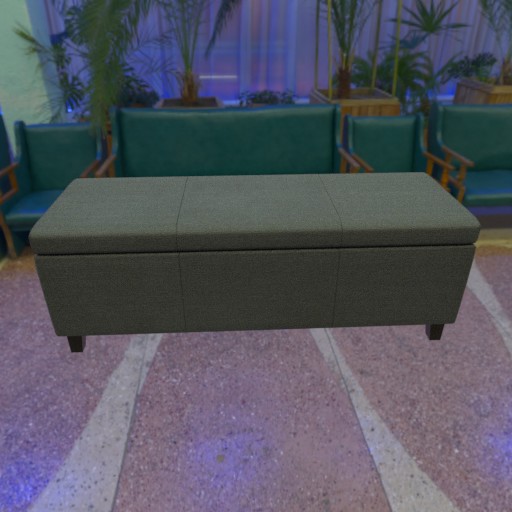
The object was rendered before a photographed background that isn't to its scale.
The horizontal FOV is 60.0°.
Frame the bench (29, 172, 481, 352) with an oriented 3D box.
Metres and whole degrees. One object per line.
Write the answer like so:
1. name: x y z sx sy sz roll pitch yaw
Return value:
1. bench: 0.000 0.000 1.489 1.269 0.438 0.446 -1 30 -2
